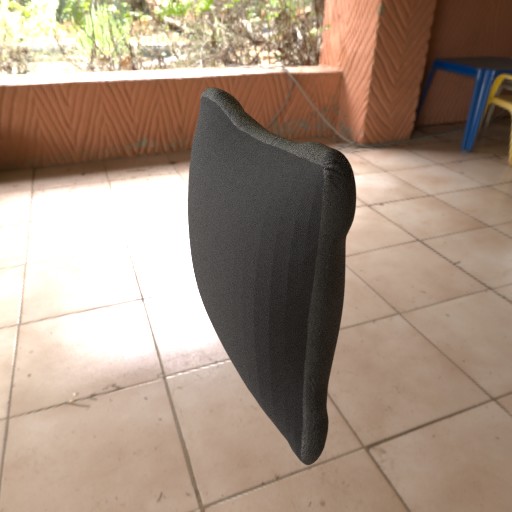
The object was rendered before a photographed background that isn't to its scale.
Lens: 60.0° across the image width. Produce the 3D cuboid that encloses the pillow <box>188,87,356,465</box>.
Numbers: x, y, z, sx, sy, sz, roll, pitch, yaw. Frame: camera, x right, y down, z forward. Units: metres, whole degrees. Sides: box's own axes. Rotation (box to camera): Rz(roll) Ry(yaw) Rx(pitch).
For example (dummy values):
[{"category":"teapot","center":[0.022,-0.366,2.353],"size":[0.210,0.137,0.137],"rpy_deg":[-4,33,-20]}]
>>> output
[{"category":"pillow","center":[0.000,0.000,0.806],"size":[0.210,0.523,0.533],"rpy_deg":[-12,32,-19]}]
